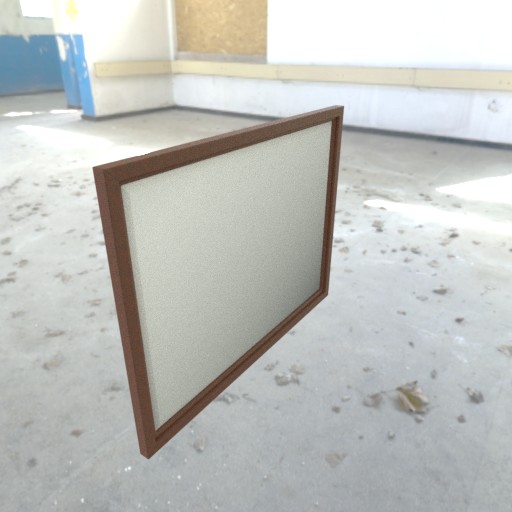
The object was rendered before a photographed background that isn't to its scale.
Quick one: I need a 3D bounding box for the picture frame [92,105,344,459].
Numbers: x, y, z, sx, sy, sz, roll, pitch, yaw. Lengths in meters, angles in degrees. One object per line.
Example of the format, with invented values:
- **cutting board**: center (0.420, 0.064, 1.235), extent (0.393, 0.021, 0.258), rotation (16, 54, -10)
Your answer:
- **picture frame**: center (0.000, 0.000, 1.793), extent (0.045, 1.018, 1.329), rotation (18, 32, 31)
